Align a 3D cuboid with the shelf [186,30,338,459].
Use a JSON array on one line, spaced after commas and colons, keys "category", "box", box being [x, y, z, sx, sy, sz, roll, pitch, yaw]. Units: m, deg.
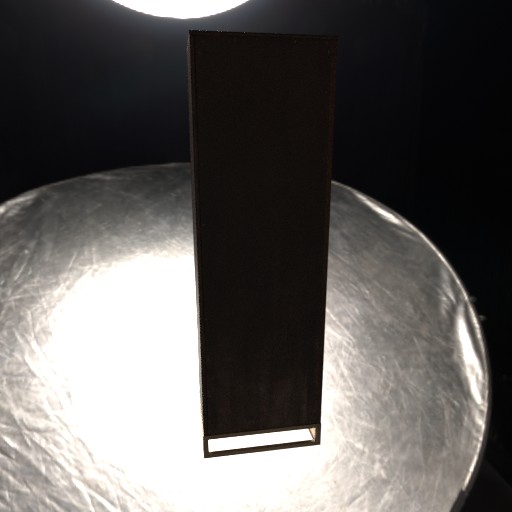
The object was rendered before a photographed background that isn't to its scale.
[{"category": "shelf", "box": [0.000, 0.000, 1.972, 0.539, 1.732, 0.395, -3, 15, -10]}]
